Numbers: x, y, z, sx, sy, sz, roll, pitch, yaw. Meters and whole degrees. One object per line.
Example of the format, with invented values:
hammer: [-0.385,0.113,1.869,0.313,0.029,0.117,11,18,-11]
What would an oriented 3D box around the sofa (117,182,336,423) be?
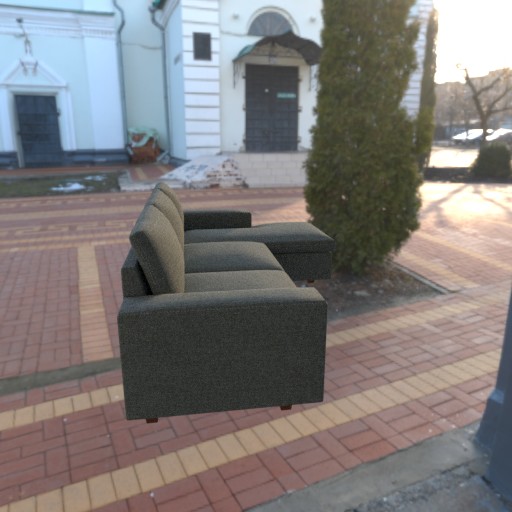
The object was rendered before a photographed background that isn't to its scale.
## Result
sofa: [0.000,0.000,3.424,1.689,0.940,2.718,-2,16,-9]
